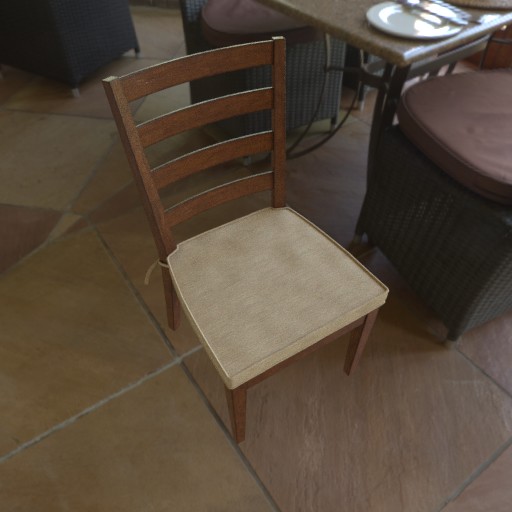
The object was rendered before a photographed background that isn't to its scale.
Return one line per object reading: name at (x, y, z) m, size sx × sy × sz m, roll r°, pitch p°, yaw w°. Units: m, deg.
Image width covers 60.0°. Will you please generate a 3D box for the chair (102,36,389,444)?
chair at (0.000, 0.000, 1.307) m, size 0.593 × 0.979 × 0.595 m, roll -24°, pitch 51°, yaw -21°
